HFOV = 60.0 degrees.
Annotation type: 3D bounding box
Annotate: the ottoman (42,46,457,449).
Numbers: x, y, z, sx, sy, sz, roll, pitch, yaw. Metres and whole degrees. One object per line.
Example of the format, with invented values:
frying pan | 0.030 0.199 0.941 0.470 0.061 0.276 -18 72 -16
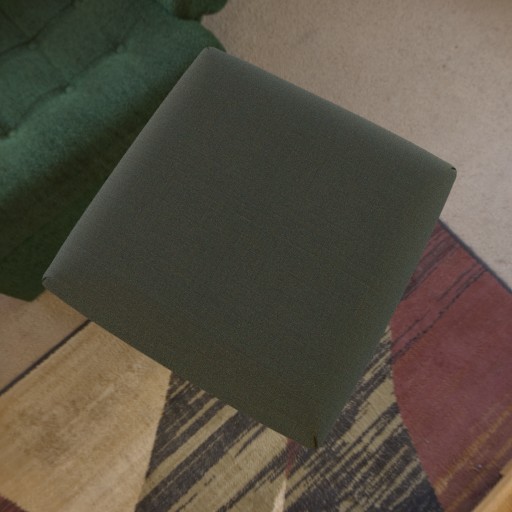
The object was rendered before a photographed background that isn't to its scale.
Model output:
ottoman | 0.000 0.000 0.878 0.497 0.475 0.507 30 77 7
